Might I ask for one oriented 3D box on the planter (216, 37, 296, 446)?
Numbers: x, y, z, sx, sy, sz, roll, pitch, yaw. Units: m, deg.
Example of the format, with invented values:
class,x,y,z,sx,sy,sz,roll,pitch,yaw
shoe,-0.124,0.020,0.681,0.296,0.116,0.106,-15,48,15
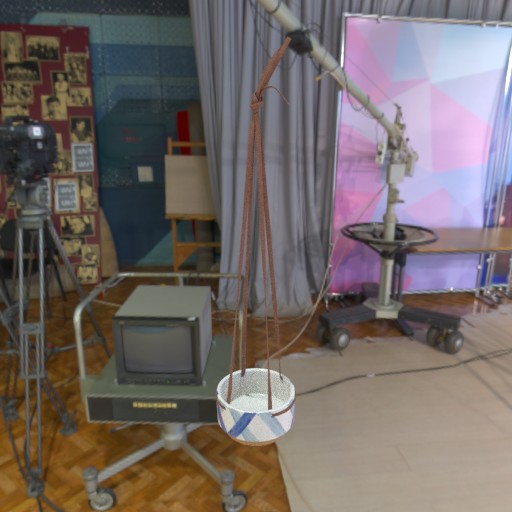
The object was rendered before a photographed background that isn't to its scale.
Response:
class,x,y,z,sx,sy,sz,roll,pitch,yaw
planter,0.000,0.000,0.836,0.166,0.751,0.166,16,23,42
